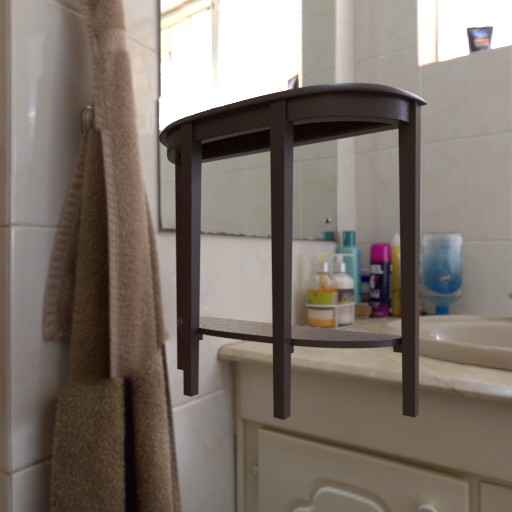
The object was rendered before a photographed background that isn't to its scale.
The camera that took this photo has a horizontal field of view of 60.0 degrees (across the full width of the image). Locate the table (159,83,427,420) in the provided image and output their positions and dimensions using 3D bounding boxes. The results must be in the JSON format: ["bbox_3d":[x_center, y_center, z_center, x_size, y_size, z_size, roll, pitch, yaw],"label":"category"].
[{"bbox_3d":[0.000,0.000,1.312,0.909,0.831,0.274,0,-1,36],"label":"table"}]
